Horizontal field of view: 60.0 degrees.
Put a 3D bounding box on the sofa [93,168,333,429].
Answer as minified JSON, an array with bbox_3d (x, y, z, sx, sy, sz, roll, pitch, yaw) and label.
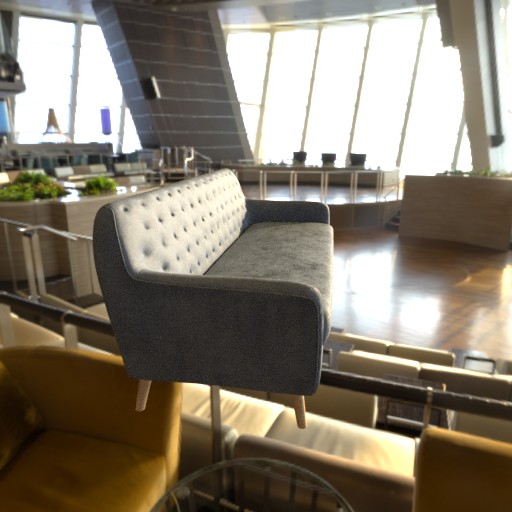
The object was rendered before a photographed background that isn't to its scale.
[{"bbox_3d":[0.000,0.000,2.440,0.841,0.832,1.975,3,15,9],"label":"sofa"}]
